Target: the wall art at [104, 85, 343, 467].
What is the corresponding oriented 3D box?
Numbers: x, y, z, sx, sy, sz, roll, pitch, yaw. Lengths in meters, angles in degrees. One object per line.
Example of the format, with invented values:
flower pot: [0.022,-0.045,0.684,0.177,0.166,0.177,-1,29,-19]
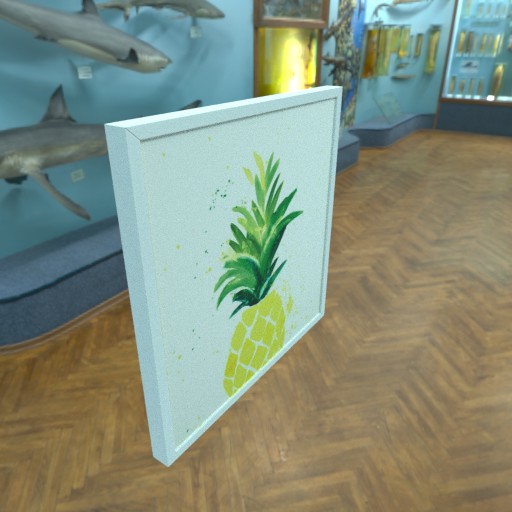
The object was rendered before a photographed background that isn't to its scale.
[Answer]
wall art: [0.000,0.000,0.459,0.020,0.307,0.307,18,31,31]
